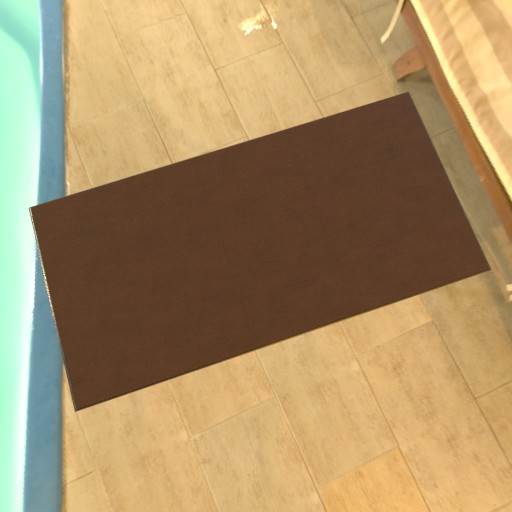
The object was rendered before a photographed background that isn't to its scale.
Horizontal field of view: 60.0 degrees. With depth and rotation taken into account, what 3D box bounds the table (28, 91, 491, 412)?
[{"bbox_3d":[0.000,0.000,1.483,1.197,0.459,0.594,-18,77,-4],"label":"table"}]
